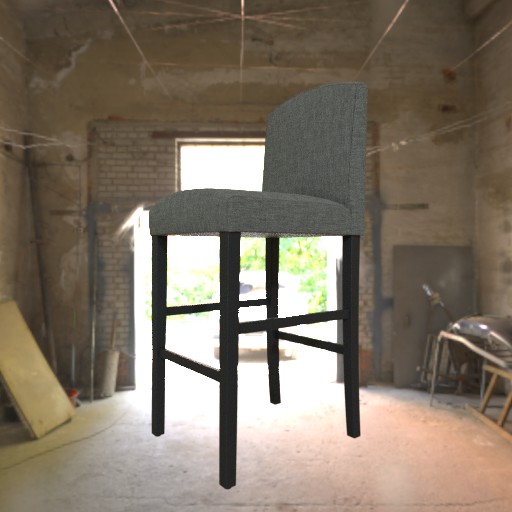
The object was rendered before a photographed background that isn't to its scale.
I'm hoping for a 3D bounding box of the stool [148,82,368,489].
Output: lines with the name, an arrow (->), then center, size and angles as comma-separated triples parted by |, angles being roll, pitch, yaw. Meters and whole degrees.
stool -> 0.000, 0.000, 1.388 | 0.552, 1.138, 0.451 | -1, 1, -38
